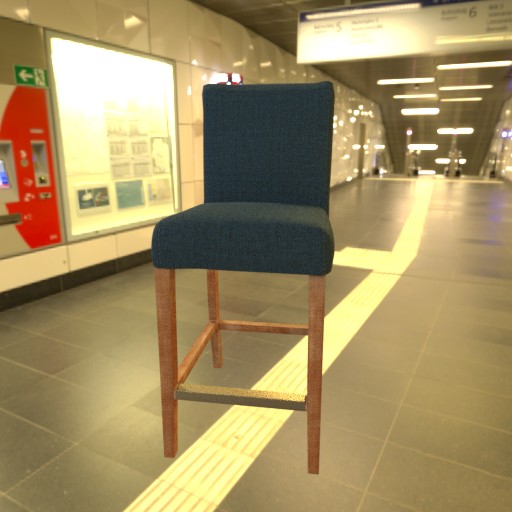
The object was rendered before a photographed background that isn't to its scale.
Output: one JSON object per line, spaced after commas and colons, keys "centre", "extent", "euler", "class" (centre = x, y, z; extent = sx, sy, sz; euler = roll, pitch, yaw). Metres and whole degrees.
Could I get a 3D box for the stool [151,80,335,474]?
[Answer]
{"centre": [0.000, 0.000, 1.329], "extent": [0.454, 1.039, 0.567], "euler": [2, 14, 9], "class": "stool"}
